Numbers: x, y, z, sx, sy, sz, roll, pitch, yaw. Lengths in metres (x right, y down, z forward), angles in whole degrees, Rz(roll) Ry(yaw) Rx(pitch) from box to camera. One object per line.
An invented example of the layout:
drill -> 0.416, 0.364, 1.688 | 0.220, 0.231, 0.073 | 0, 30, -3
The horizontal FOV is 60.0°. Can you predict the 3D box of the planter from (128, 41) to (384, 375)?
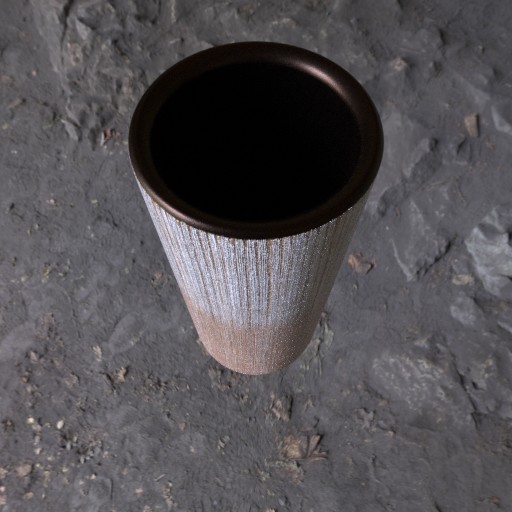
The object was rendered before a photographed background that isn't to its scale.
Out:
planter -> 0.000, 0.000, 0.273 | 0.100, 0.227, 0.100 | 31, 68, 15
